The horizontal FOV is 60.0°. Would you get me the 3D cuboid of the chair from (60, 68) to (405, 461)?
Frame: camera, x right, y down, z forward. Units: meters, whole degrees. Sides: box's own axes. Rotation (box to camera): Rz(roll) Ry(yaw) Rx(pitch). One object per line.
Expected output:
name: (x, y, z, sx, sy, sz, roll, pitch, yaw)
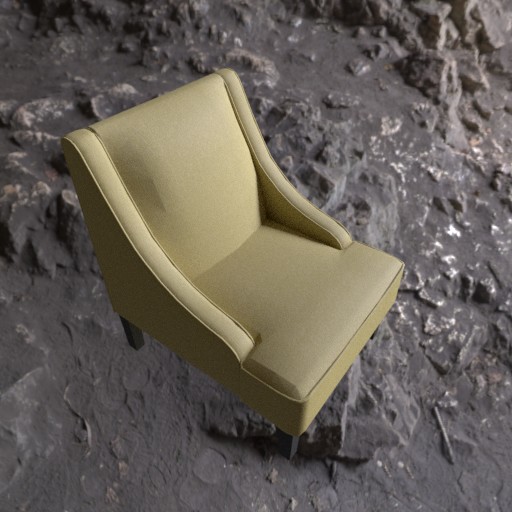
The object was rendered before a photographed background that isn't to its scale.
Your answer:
chair: (0.000, 0.000, 1.476, 0.814, 0.896, 0.696, 26, 48, 27)
